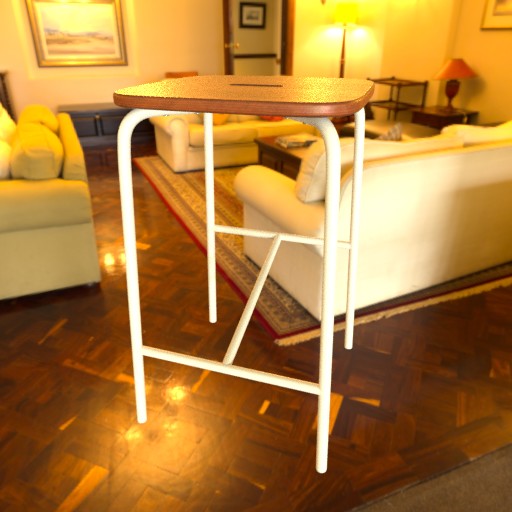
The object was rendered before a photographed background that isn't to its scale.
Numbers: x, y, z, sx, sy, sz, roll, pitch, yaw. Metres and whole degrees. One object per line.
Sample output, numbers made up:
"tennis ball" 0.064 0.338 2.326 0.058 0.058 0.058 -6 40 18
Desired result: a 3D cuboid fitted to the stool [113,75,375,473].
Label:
"stool" 0.000 0.000 0.845 0.376 0.610 0.376 8 28 16
